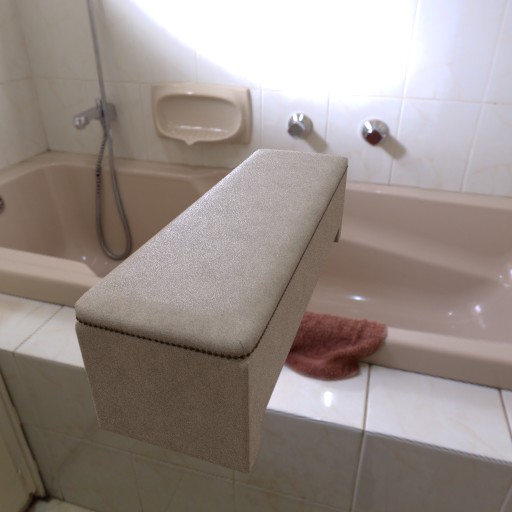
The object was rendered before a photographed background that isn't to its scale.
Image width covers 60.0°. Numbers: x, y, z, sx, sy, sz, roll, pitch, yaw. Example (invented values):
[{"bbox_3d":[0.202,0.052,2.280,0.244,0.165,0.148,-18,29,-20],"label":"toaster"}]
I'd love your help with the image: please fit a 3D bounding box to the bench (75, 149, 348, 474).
[{"bbox_3d":[0.000,0.000,1.707,0.470,0.447,1.482,9,30,16],"label":"bench"}]
